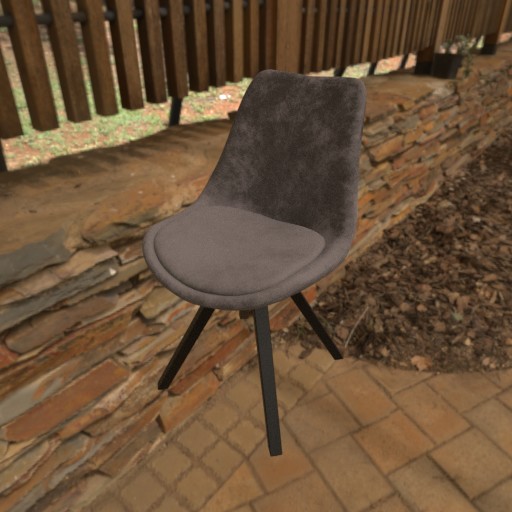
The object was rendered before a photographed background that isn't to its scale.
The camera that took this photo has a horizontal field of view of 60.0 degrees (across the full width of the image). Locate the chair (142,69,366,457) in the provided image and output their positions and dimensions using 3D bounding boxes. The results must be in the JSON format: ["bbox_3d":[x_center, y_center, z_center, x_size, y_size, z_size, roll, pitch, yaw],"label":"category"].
[{"bbox_3d":[0.000,0.000,1.185,0.485,0.850,0.550,19,36,28],"label":"chair"}]
